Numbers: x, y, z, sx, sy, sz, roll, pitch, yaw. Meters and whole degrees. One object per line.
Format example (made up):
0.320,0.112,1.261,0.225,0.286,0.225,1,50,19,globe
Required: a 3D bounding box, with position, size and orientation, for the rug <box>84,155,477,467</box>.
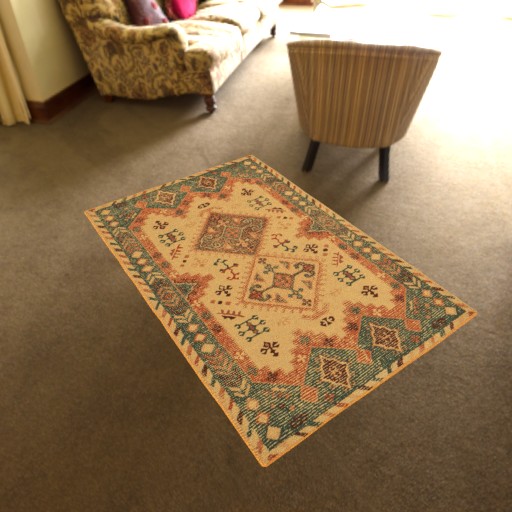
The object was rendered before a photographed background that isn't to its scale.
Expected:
0.000,0.000,2.340,1.225,0.015,1.840,-25,47,-26,rug
